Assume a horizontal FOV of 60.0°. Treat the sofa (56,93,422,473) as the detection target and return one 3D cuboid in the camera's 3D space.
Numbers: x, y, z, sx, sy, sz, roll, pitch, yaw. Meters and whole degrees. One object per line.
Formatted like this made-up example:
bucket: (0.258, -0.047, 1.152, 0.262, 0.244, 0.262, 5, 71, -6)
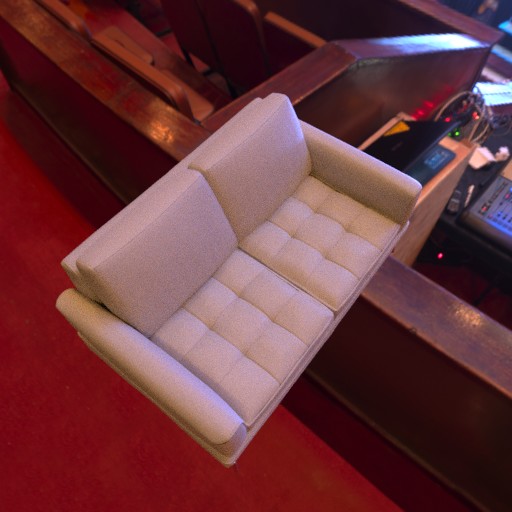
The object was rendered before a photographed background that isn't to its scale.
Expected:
sofa: (0.000, 0.000, 2.442, 1.121, 0.930, 1.819, 34, 64, 19)
